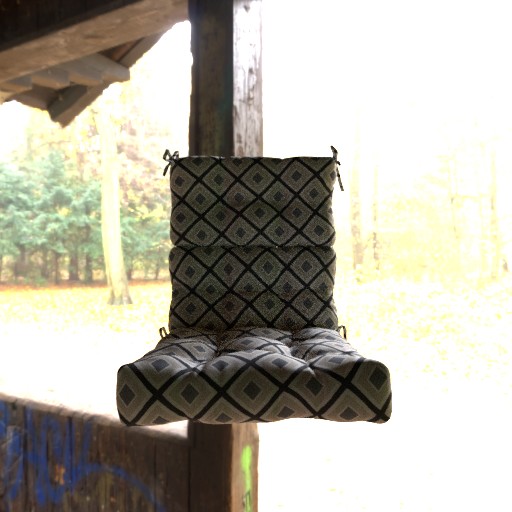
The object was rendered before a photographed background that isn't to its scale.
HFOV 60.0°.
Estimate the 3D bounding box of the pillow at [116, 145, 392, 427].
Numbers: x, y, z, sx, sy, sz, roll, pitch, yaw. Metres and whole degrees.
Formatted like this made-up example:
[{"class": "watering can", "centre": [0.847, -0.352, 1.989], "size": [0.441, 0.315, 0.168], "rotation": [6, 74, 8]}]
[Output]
[{"class": "pillow", "centre": [0.000, 0.000, 1.016], "size": [0.519, 0.605, 0.571], "rotation": [0, 0, 0]}]
